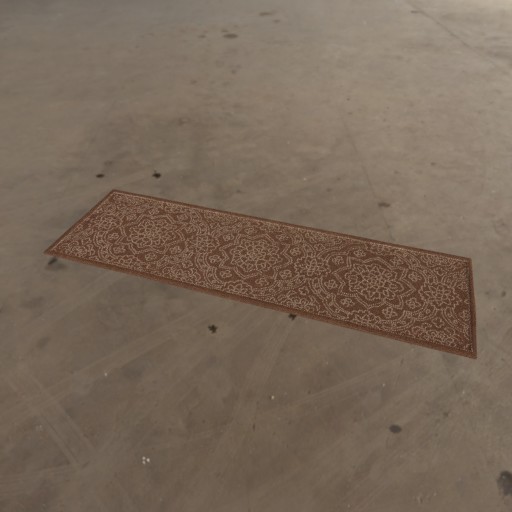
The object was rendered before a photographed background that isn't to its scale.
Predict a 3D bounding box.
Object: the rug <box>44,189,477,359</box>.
[{"bbox_3d":[0.000,0.000,2.643,2.448,0.012,0.769,12,42,14],"label":"rug"}]
